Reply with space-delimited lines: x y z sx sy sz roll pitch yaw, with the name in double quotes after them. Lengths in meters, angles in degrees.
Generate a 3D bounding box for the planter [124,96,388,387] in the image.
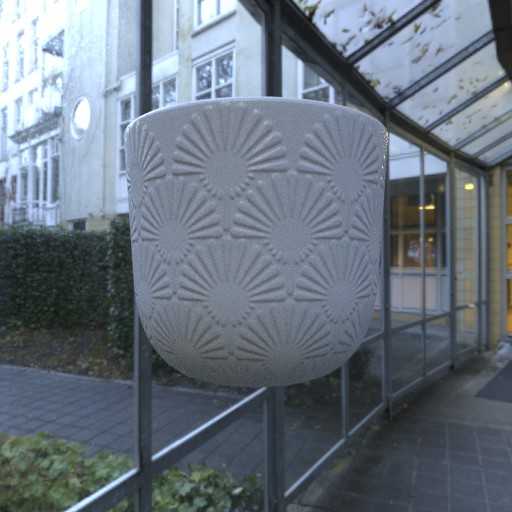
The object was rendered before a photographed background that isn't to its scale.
0.000 0.000 0.296 0.170 0.152 0.170 0 -1 0 "planter"
